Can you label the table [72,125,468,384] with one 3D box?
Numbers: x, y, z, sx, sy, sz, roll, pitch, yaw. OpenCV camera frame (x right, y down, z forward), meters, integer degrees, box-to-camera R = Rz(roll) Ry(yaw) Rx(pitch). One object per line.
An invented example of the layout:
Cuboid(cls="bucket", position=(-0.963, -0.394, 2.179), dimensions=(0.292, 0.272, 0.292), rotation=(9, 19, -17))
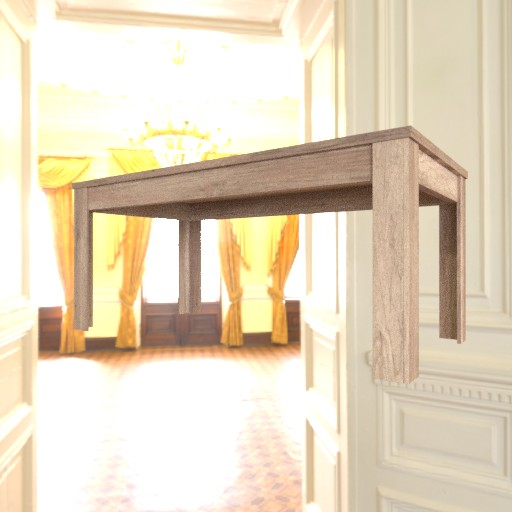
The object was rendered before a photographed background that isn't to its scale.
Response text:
Cuboid(cls="table", position=(0.000, 0.000, 2.235), dimensions=(1.800, 0.790, 0.900), rotation=(0, 0, 36))
